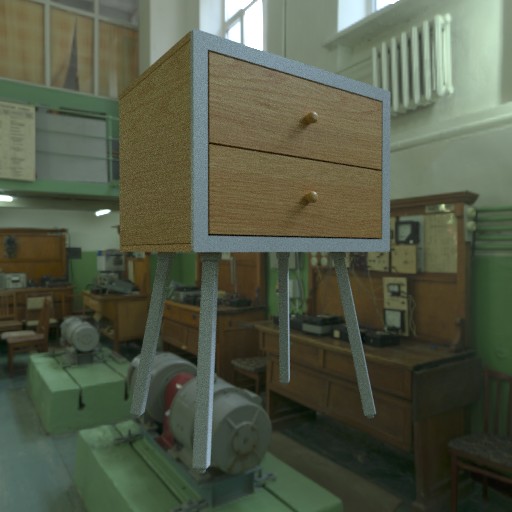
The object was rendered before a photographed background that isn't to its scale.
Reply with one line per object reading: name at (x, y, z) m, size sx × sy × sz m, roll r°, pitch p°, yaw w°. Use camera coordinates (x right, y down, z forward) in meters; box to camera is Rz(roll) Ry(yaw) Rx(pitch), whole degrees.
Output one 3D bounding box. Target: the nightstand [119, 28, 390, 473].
nightstand at (0.000, 0.000, 0.813) m, size 0.400 × 0.601 × 0.316 m, roll -1°, pitch 1°, yaw -35°
